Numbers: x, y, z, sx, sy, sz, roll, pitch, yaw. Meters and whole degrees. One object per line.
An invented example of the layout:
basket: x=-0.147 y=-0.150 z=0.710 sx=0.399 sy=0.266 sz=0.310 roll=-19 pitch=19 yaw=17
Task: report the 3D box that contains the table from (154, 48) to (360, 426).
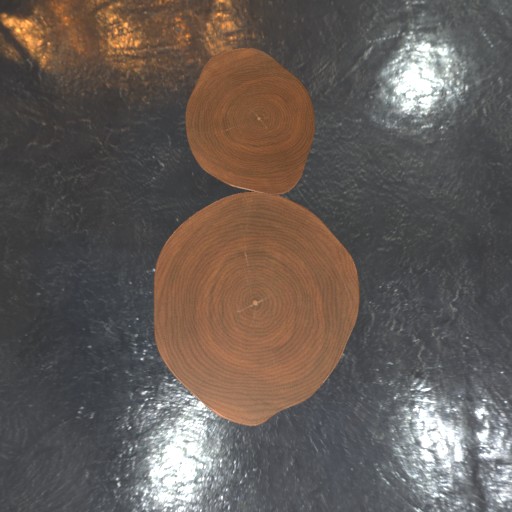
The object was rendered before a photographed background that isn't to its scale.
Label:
table: x=0.000 y=0.000 z=1.090 sx=0.442 sy=0.538 sz=0.759 roll=-1 pitch=76 yaw=0
